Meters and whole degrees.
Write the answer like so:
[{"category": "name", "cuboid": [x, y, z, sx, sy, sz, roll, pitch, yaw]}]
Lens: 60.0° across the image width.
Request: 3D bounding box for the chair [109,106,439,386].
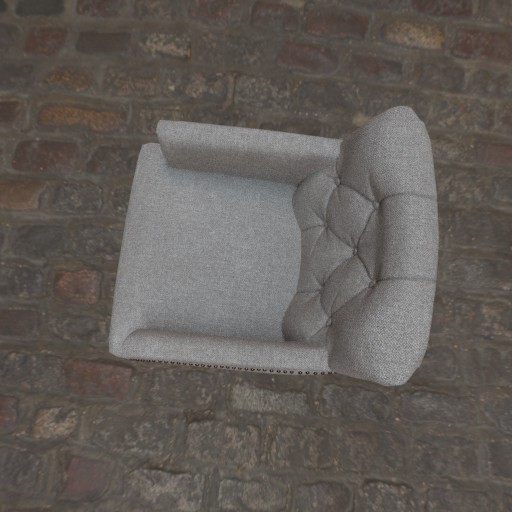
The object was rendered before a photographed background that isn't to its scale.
[{"category": "chair", "cuboid": [0.000, 0.000, 1.468, 0.902, 0.823, 0.737, 5, 78, 1]}]
